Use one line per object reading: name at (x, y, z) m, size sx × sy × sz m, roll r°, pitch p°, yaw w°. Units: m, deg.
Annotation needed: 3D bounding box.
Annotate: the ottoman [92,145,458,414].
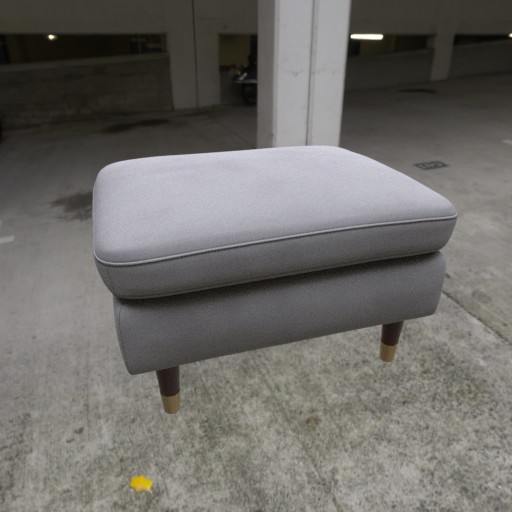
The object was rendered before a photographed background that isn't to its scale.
ottoman at (0.000, 0.000, 1.131) m, size 0.747 × 0.478 × 0.593 m, roll -8°, pitch 28°, yaw -16°
